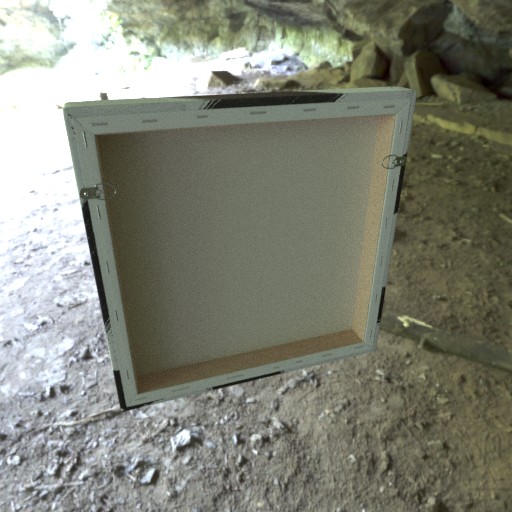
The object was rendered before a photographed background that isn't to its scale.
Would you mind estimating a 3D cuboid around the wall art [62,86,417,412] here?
[{"bbox_3d":[0.000,0.000,0.738,0.507,0.508,0.050,-9,29,-16],"label":"wall art"}]
